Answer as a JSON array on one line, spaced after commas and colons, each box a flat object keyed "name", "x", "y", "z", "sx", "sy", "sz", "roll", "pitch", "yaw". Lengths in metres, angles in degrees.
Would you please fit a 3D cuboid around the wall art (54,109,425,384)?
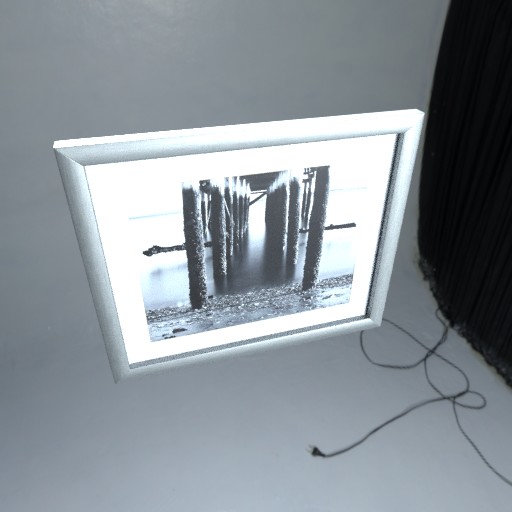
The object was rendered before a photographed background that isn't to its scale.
[{"name": "wall art", "x": 0.000, "y": 0.000, "z": 0.776, "sx": 0.556, "sy": 0.457, "sz": 0.028, "roll": -9, "pitch": 35, "yaw": -14}]
